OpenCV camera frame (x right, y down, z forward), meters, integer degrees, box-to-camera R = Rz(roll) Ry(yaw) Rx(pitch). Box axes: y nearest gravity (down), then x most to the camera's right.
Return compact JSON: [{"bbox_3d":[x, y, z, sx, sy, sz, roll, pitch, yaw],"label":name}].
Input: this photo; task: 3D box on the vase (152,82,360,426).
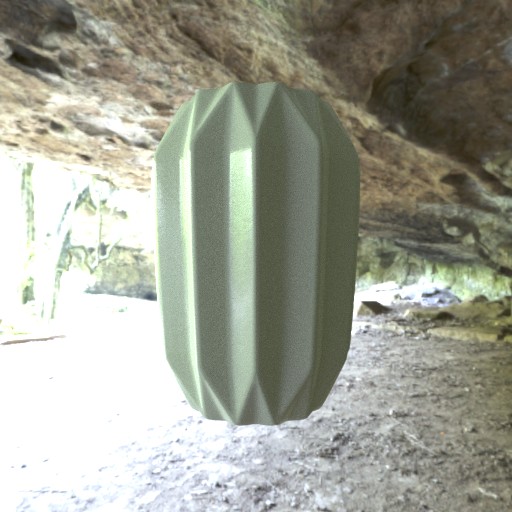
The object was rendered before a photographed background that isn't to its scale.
[{"bbox_3d":[0.000,0.000,0.412,0.195,0.275,0.195,0,-1,0],"label":"vase"}]
